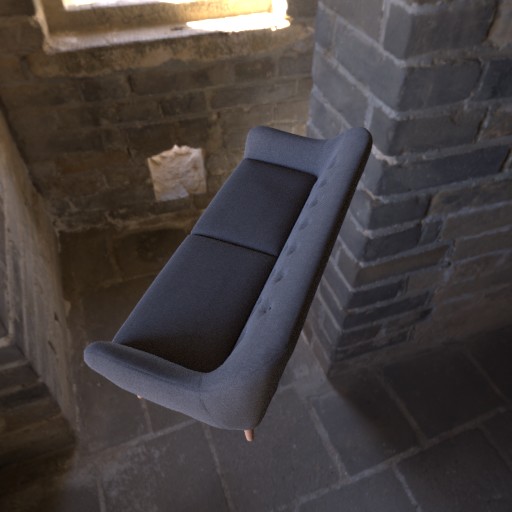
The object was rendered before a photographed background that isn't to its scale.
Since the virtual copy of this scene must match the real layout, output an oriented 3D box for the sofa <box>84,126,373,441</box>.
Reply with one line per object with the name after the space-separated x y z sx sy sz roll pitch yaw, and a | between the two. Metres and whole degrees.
0.000 0.000 2.333 0.820 0.820 1.840 16 49 15 | sofa
